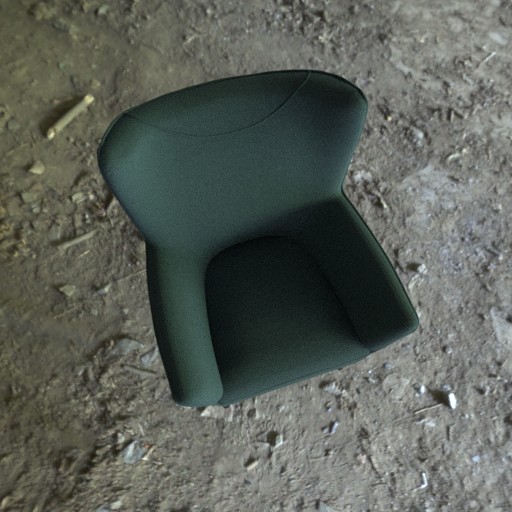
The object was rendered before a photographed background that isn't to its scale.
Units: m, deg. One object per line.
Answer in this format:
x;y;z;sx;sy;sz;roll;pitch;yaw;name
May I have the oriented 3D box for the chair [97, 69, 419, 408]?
0.000;0.000;1.552;0.781;0.933;0.888;-16;63;-8;chair
